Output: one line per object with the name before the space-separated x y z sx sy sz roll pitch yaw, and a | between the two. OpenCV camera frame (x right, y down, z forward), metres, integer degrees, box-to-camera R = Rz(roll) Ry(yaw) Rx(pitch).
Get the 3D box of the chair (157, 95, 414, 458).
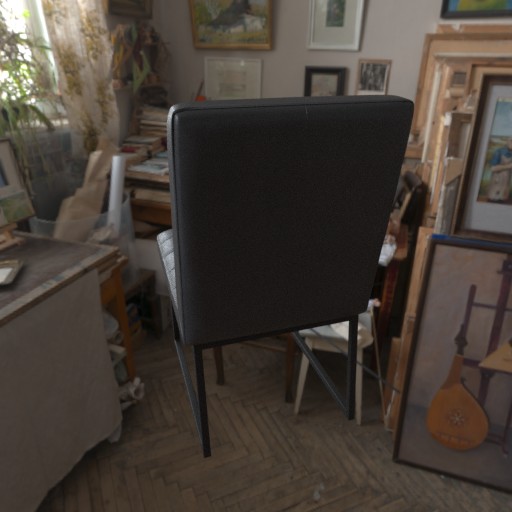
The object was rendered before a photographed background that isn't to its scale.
chair | 0.000 0.000 1.299 0.520 0.930 0.634 -8 26 -16
